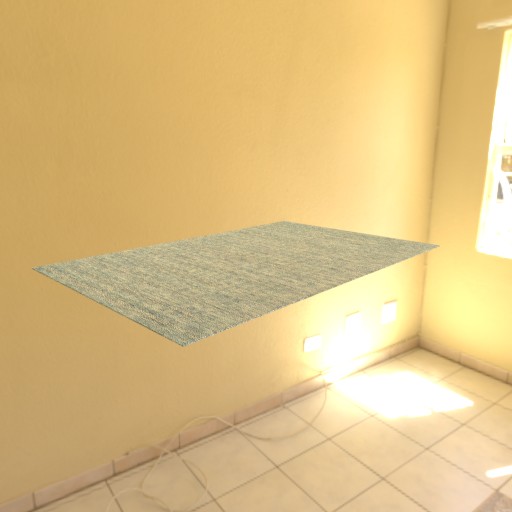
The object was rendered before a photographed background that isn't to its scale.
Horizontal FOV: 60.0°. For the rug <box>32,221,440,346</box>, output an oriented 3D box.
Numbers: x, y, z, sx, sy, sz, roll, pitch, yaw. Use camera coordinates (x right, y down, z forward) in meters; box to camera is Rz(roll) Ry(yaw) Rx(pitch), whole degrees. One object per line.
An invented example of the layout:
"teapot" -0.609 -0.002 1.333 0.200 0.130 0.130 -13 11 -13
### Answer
"rug" 0.000 0.000 2.237 1.142 0.006 1.752 14 20 43
